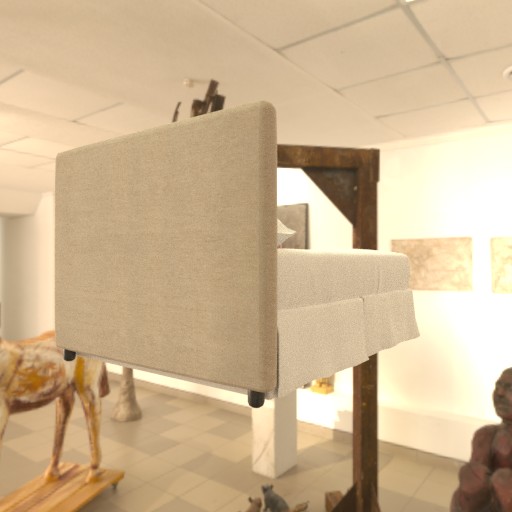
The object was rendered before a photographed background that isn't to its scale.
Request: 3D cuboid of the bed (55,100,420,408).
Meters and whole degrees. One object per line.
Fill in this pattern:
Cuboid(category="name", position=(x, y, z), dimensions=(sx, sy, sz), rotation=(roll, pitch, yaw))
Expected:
Cuboid(category="bed", position=(0.000, 0.000, 3.192), dimensions=(1.713, 1.330, 2.162), rotation=(0, 0, 36))
